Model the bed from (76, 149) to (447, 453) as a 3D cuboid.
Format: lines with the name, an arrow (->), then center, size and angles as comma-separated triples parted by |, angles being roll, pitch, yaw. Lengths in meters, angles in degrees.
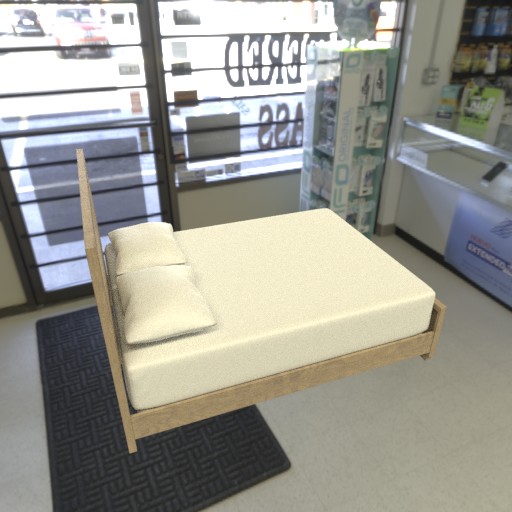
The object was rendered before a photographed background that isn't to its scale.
bed -> 0.000, 0.000, 3.247 | 2.189, 1.369, 1.606 | -11, 31, -18
